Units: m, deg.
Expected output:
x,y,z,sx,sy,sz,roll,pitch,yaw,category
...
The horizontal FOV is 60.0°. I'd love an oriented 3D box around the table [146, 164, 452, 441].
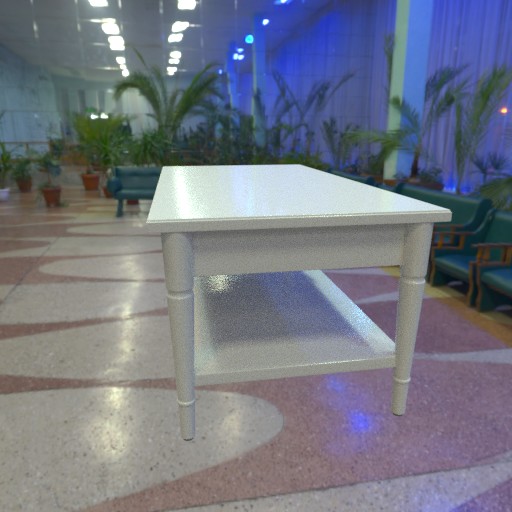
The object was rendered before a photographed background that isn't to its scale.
x,y,z,sx,sy,sz,roll,pitch,yaw,category
0.000,0.000,1.351,0.559,0.457,1.067,-3,16,-10,table
